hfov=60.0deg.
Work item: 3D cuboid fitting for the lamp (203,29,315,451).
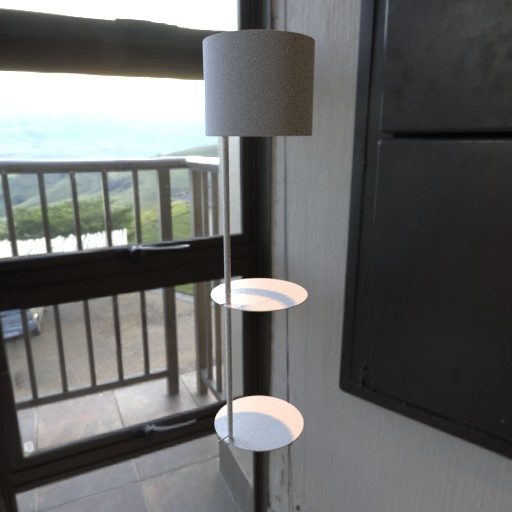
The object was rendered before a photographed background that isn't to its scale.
[{"bbox_3d":[0.000,0.000,1.655,0.405,1.465,0.372,-14,20,-42],"label":"lamp"}]
